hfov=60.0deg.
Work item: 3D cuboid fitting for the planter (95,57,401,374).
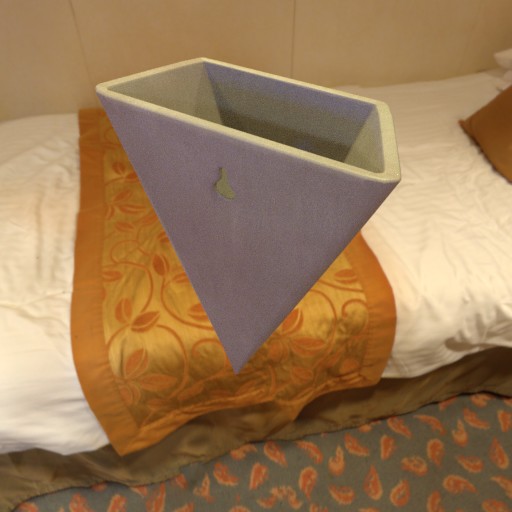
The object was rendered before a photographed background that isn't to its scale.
[{"bbox_3d":[0.000,0.000,0.270,0.150,0.197,0.060,23,49,21],"label":"planter"}]
